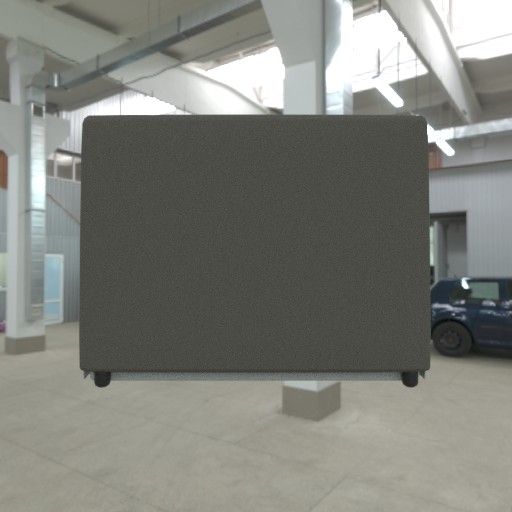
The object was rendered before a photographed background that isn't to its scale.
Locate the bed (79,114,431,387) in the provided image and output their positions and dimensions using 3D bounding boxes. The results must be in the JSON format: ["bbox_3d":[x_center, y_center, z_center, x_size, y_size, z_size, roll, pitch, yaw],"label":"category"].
[{"bbox_3d":[0.000,0.000,3.170,1.748,1.330,2.142,0,-2,0],"label":"bed"}]
